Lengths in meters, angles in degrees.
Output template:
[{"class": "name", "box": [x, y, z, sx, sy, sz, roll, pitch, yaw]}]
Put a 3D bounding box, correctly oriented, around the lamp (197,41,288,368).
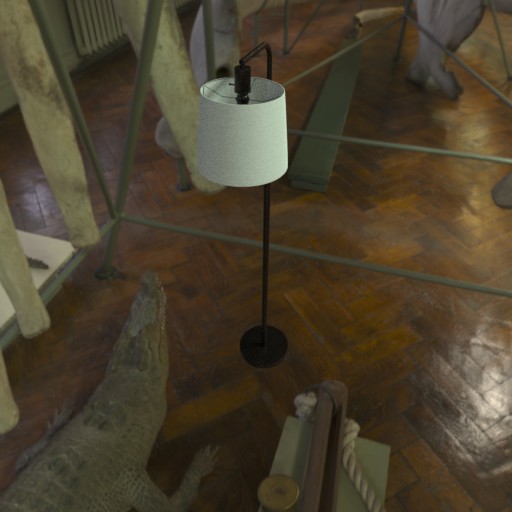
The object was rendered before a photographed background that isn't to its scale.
[{"class": "lamp", "box": [0.000, 0.000, 1.643, 0.254, 1.478, 0.508, 12, 44, 13]}]
